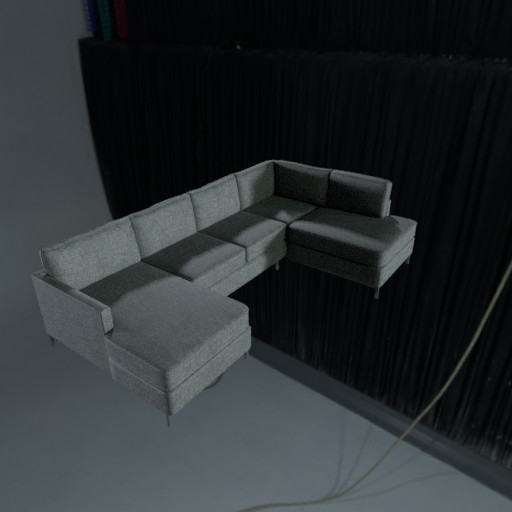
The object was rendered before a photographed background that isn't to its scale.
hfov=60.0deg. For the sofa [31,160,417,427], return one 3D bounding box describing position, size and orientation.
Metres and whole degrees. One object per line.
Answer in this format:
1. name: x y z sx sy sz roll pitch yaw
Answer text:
1. sofa: 0.000 0.000 4.333 2.048 0.999 3.423 19 33 31
